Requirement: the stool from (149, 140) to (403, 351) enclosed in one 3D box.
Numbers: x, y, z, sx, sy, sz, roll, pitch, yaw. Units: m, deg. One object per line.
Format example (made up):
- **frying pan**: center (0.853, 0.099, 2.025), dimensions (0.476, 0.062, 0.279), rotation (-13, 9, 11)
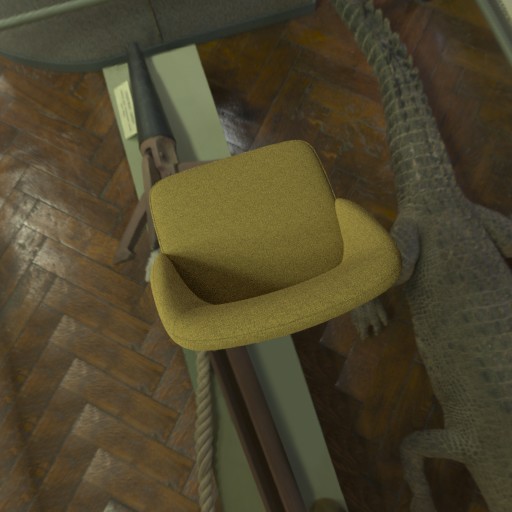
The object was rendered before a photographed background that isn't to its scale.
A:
- **stool**: center (0.000, 0.000, 1.262), dimensions (0.536, 0.939, 0.522), rotation (-18, 76, -5)
